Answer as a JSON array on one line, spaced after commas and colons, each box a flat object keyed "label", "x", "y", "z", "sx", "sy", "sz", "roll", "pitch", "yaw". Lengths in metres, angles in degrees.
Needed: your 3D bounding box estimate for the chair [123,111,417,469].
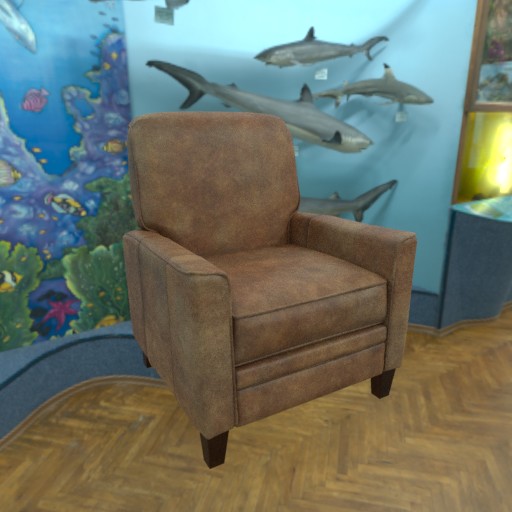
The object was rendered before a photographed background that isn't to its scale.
[{"label": "chair", "x": 0.000, "y": 0.000, "z": 1.665, "sx": 0.843, "sy": 1.043, "sz": 0.836, "roll": -10, "pitch": 19, "yaw": -29}]
